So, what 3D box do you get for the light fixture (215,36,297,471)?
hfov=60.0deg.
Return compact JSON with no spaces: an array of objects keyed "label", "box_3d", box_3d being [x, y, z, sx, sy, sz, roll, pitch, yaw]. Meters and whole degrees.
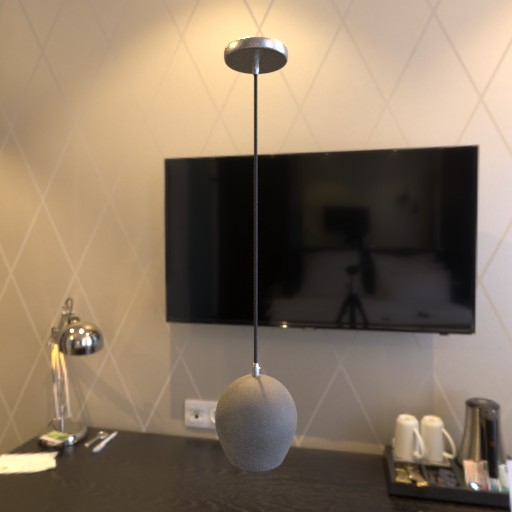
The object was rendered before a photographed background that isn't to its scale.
[{"label":"light fixture","box_3d":[0.000,0.000,0.828,0.153,0.760,0.153,0,0,-18]}]
